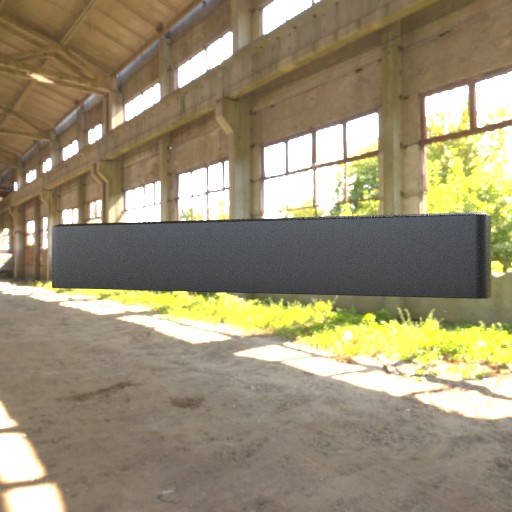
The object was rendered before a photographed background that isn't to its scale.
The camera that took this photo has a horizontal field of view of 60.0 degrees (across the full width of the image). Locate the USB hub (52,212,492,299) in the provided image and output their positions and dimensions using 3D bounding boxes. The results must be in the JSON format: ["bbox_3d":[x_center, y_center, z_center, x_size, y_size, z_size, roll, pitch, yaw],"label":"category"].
[{"bbox_3d":[0.000,0.000,0.159,0.145,0.023,0.044,0,0,18],"label":"USB hub"}]
